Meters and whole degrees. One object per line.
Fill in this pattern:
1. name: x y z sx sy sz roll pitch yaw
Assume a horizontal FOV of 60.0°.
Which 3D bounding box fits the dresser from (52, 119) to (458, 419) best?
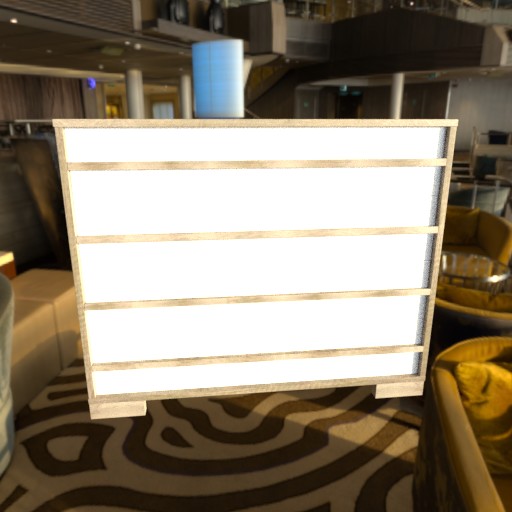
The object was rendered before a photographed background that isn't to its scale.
1. dresser: 0.000 0.000 1.386 0.994 0.816 0.404 -2 17 -6
